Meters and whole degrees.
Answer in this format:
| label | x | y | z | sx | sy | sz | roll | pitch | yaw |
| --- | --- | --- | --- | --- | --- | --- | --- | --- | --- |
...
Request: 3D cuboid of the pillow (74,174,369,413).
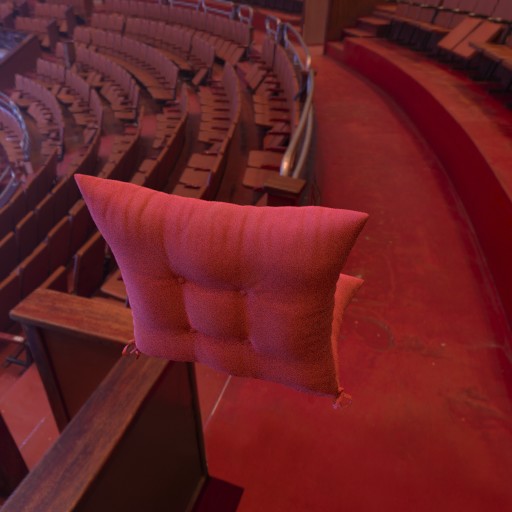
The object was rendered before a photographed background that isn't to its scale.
| label | x | y | z | sx | sy | sz | roll | pitch | yaw |
| --- | --- | --- | --- | --- | --- | --- | --- | --- | --- |
| pillow | 0.000 | 0.000 | 1.043 | 0.541 | 0.536 | 0.585 | 10 | 34 | 15 |
